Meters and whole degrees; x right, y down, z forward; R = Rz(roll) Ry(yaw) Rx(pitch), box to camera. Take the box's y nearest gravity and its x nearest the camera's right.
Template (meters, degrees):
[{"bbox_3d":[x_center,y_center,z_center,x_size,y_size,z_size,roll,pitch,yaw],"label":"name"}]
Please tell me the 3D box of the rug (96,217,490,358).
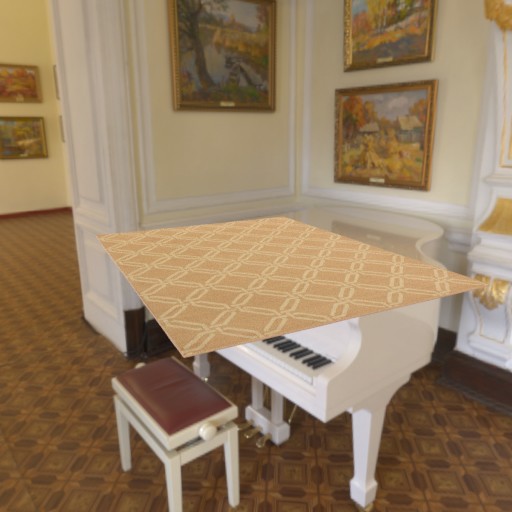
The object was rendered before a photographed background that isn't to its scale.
[{"bbox_3d":[0.000,0.000,3.904,2.288,0.018,2.895,-8,18,-26],"label":"rug"}]
